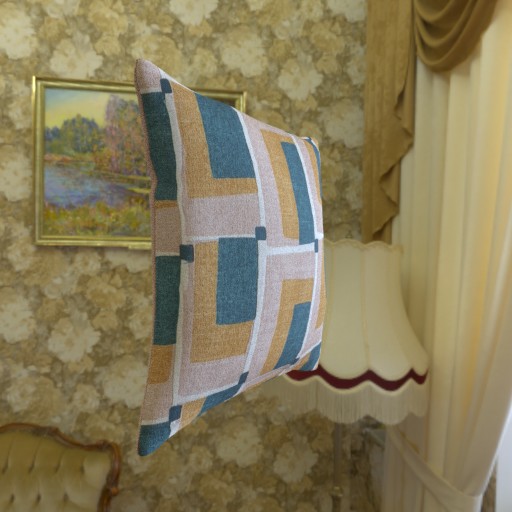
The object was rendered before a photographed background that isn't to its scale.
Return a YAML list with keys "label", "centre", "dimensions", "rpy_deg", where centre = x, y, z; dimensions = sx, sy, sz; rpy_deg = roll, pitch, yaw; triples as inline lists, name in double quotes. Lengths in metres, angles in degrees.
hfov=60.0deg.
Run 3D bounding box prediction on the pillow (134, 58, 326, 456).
- label: "pillow"
  centre: [0.000, 0.000, 0.720]
  dimensions: [0.158, 0.479, 0.478]
  rpy_deg: [1, 1, 34]
